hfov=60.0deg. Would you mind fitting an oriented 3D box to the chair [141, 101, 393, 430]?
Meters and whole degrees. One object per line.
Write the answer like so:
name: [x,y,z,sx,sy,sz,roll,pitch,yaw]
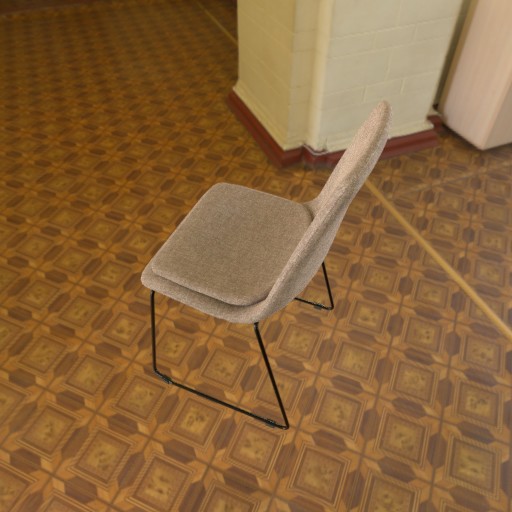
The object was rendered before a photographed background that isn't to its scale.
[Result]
chair: [0.000,0.000,1.170,0.518,0.858,0.479,17,48,16]
